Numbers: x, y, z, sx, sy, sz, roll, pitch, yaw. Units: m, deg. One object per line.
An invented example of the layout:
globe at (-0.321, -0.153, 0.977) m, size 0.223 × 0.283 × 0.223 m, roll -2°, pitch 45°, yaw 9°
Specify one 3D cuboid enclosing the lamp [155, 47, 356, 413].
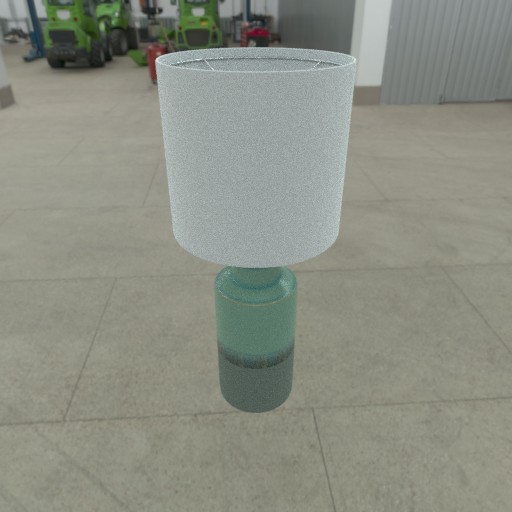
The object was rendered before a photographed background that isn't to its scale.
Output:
lamp at (0.000, 0.000, 0.599) m, size 0.212 × 0.493 × 0.212 m, roll -22°, pitch 37°, yaw -33°
